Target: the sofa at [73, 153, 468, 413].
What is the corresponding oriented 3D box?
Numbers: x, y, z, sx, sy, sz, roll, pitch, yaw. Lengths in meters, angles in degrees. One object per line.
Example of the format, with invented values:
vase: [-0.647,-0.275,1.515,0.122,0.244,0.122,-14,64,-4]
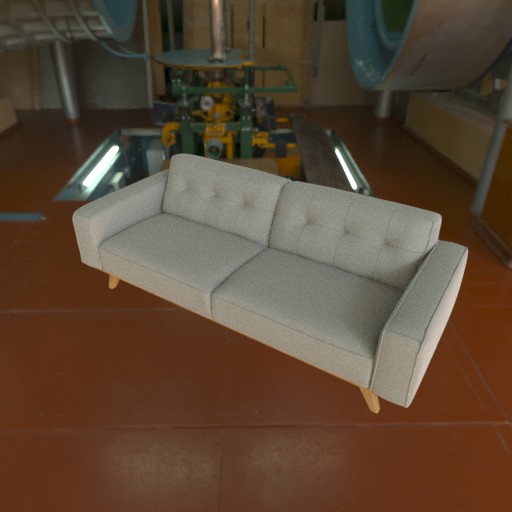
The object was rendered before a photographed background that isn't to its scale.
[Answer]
sofa: [0.000,0.000,2.750,2.270,0.781,0.956,19,37,28]
